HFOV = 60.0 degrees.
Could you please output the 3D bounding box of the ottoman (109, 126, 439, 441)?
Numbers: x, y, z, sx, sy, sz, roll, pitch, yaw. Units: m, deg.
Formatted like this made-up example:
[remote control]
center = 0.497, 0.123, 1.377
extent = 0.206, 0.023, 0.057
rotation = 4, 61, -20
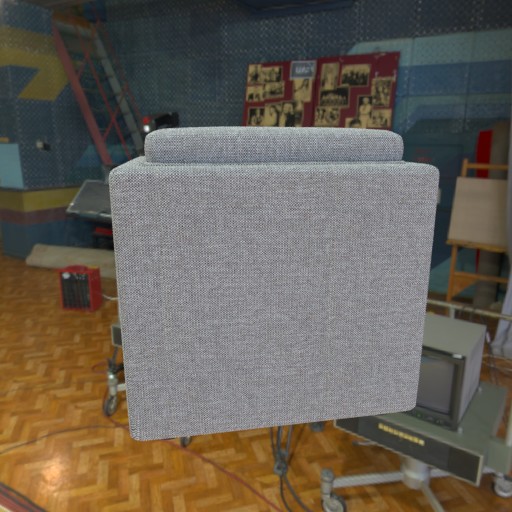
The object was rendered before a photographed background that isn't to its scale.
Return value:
[ottoman]
center = 0.000, 0.000, 0.829
extent = 0.450, 0.460, 0.450
rotation = -3, 15, -10
